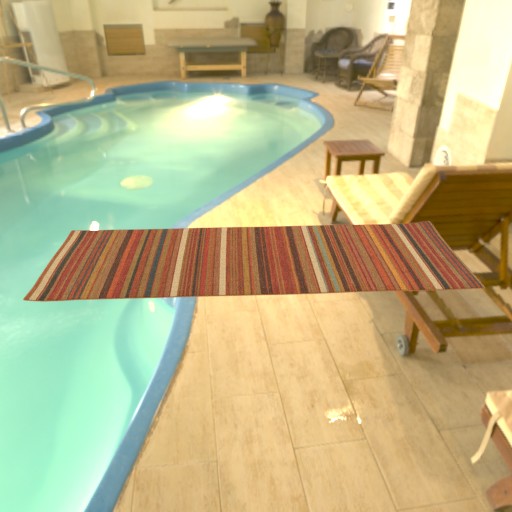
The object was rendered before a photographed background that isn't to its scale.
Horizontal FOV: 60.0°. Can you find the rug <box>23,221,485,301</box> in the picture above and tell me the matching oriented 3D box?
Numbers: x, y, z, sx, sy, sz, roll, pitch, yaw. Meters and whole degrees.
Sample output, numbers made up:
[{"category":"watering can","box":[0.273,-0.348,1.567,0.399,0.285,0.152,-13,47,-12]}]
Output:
[{"category":"rug","box":[0.000,0.000,2.672,2.444,0.030,0.799,-1,31,-2]}]
